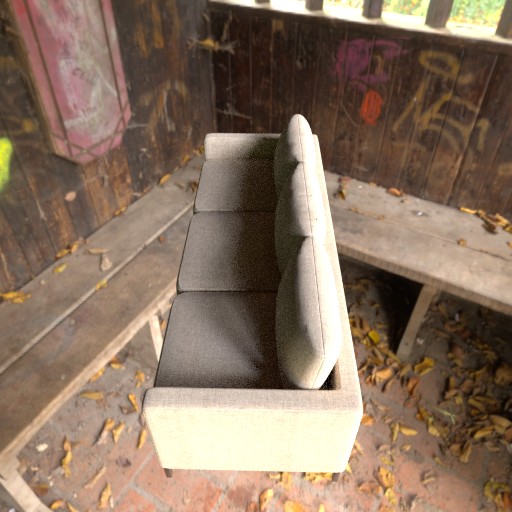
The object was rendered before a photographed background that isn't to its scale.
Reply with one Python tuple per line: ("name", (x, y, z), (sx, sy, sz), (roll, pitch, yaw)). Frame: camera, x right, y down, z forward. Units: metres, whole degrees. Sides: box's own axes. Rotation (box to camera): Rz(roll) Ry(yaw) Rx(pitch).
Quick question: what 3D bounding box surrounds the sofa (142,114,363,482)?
("sofa", (0.000, 0.000, 2.607), (0.859, 0.874, 2.218), (1, 42, 1))
